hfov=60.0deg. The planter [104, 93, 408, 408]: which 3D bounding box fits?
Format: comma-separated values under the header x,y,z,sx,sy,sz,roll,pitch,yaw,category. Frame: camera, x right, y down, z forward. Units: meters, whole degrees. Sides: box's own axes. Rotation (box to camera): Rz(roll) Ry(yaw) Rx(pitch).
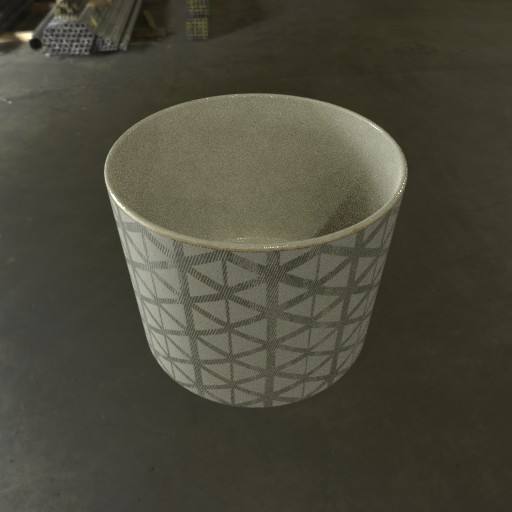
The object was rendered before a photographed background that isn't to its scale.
x,y,z,sx,sy,sz,roll,pitch,yaw,category
0.000,0.000,0.346,0.190,0.181,0.190,0,42,0,planter
